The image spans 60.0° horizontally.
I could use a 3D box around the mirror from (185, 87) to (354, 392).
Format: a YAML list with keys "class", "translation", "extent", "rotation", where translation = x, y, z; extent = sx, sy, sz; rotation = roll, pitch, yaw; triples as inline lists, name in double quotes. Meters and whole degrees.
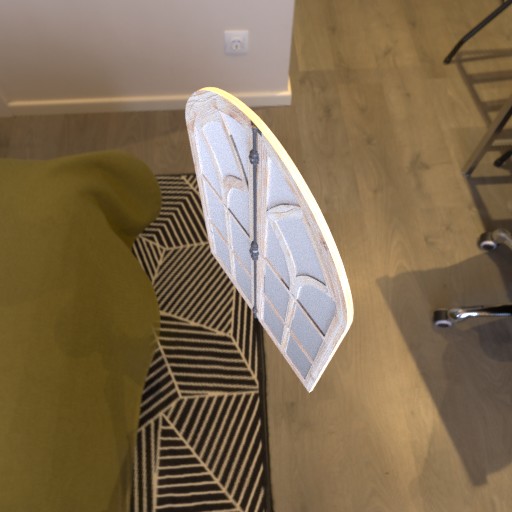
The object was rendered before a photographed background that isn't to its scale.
- class: "mirror"
  translation: [0.000, 0.000, 1.121]
  extent: [0.032, 0.915, 0.609]
  rotation: [-30, 67, -15]
